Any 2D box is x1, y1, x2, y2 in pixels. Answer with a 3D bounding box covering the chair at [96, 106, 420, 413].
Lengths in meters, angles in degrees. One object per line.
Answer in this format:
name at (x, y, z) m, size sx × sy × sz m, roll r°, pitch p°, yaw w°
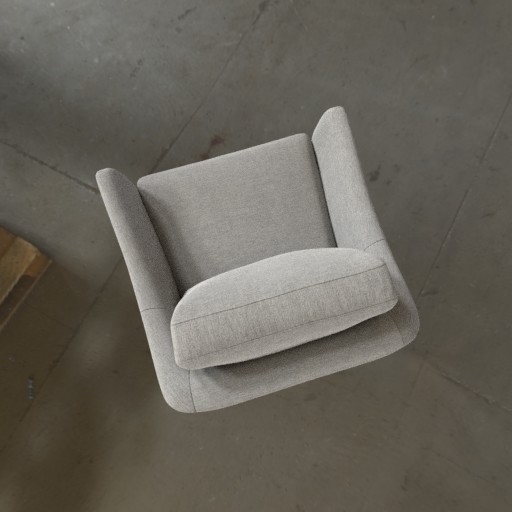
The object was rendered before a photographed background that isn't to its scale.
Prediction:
chair at (0.000, 0.000, 1.710) m, size 0.986 × 0.902 × 0.961 m, roll -16°, pitch 77°, yaw -4°
